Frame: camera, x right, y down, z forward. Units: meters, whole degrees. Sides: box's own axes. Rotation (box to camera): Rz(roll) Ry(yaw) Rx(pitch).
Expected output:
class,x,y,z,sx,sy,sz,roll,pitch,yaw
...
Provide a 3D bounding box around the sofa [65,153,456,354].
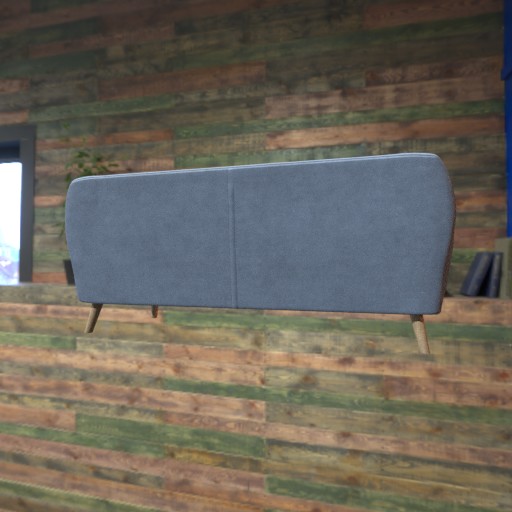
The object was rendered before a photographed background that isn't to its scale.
class,x,y,z,sx,sy,sz,roll,pitch,yaw
sofa,0.000,0.000,2.434,1.970,0.830,0.830,0,-1,18
